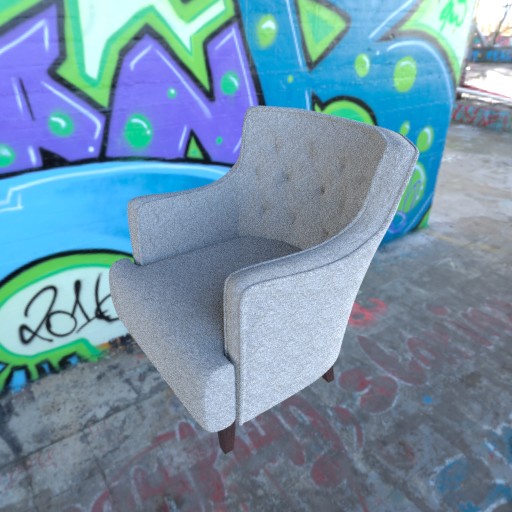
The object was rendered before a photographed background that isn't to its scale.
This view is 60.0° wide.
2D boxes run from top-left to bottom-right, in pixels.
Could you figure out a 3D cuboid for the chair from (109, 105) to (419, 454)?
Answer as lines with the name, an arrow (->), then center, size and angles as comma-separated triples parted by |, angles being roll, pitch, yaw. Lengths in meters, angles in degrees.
chair -> 0.000, 0.000, 1.668 | 0.910, 0.920, 0.820 | -19, 34, -31
